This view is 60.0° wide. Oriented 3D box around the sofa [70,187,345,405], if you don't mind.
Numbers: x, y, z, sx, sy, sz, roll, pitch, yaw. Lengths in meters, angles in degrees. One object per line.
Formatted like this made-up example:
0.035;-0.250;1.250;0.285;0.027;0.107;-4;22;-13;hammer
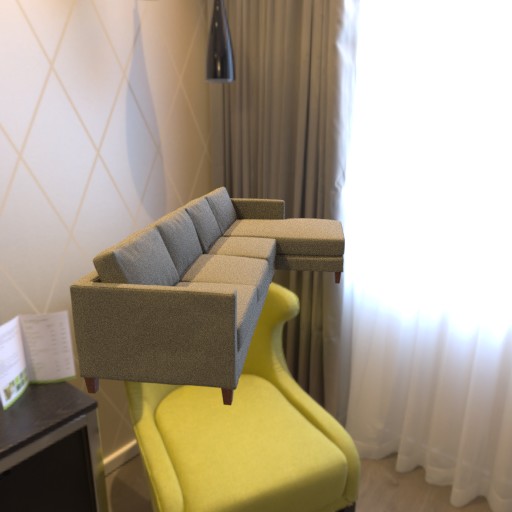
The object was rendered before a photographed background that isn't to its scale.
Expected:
0.000;0.000;3.883;1.625;0.861;3.186;2;16;8;sofa
